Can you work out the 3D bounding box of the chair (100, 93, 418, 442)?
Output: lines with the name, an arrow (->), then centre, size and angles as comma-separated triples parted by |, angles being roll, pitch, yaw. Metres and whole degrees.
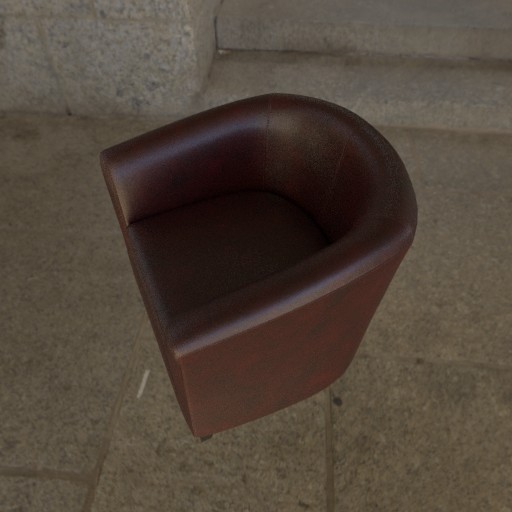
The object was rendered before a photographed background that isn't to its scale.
chair -> 0.000, 0.000, 1.389 | 0.727, 0.756, 0.792 | -18, 50, -16
